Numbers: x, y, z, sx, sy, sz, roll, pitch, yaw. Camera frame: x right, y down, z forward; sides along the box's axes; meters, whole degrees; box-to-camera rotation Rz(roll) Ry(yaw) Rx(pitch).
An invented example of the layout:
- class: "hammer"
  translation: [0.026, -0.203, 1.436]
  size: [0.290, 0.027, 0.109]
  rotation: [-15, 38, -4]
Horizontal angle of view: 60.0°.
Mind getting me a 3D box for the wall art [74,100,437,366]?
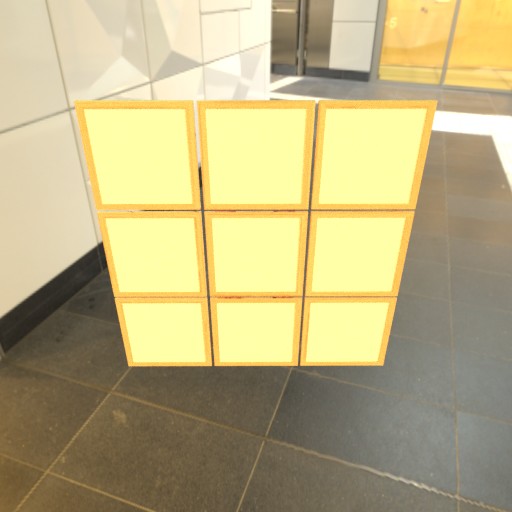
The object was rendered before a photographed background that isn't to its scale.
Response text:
- class: "wall art"
  translation: [0.000, 0.000, 1.802]
  size: [1.214, 1.219, 0.013]
  rotation: [0, 31, 0]
